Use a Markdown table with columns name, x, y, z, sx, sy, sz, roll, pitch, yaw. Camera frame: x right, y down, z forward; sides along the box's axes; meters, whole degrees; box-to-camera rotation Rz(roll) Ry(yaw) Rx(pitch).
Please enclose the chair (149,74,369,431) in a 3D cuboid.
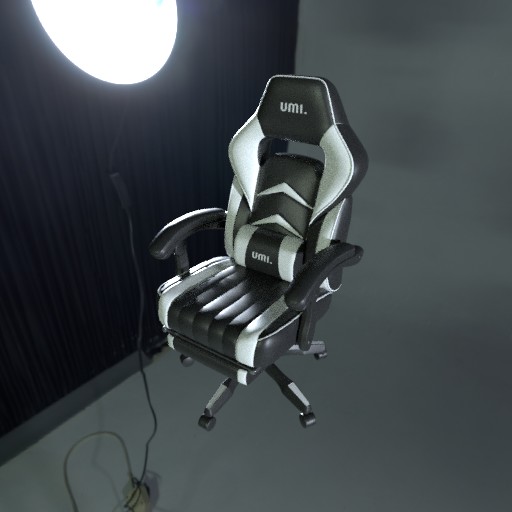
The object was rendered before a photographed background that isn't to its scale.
| name | x | y | z | sx | sy | sz | roll | pitch | yaw |
| --- | --- | --- | --- | --- | --- | --- | --- | --- | --- |
| chair | 0.000 | 0.000 | 1.643 | 0.676 | 1.200 | 0.700 | 18 | 33 | 30 |
